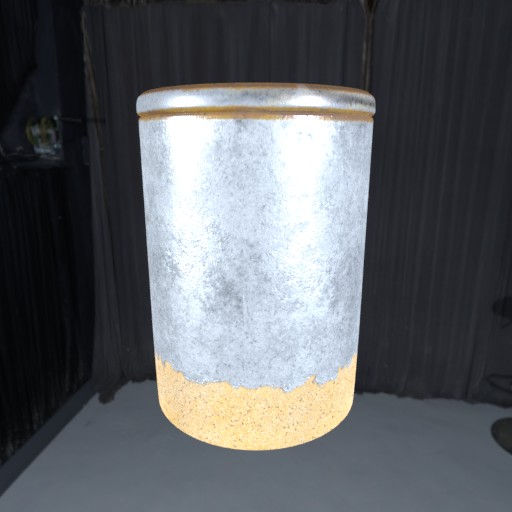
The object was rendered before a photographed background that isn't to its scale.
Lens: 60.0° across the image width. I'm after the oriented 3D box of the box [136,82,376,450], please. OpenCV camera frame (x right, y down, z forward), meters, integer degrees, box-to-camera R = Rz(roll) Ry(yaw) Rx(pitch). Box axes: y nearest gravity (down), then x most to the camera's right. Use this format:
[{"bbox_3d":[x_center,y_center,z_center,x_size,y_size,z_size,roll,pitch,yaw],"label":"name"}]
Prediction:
[{"bbox_3d":[0.000,0.000,0.245,0.118,0.168,0.118,0,15,0],"label":"box"}]
